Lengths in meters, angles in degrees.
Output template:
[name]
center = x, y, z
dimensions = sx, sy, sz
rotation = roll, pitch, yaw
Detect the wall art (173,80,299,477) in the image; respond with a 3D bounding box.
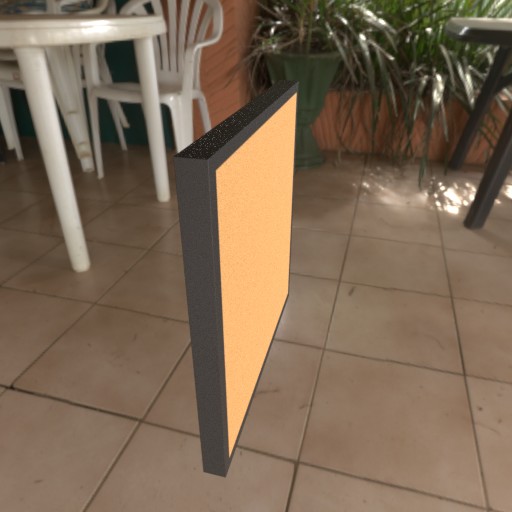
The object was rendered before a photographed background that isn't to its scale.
[wall art]
center = 0.000, 0.000, 0.777
dimensions = 0.037, 0.506, 0.506
rotation = 8, 31, 13
